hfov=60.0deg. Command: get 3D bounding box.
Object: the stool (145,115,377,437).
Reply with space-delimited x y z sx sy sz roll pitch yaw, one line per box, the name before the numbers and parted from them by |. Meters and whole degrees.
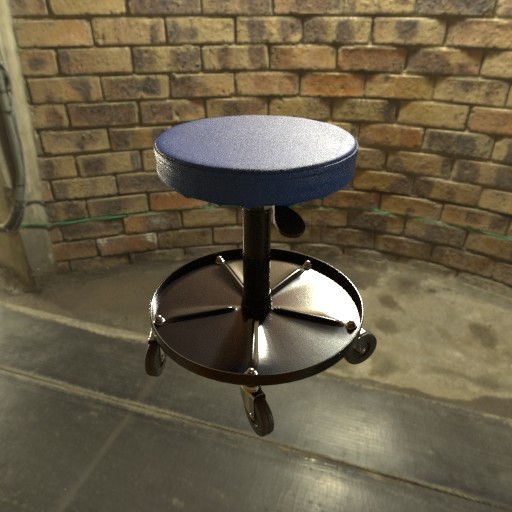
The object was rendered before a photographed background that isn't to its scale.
stool | 0.000 0.000 0.682 0.381 0.365 0.382 -11 32 -18
